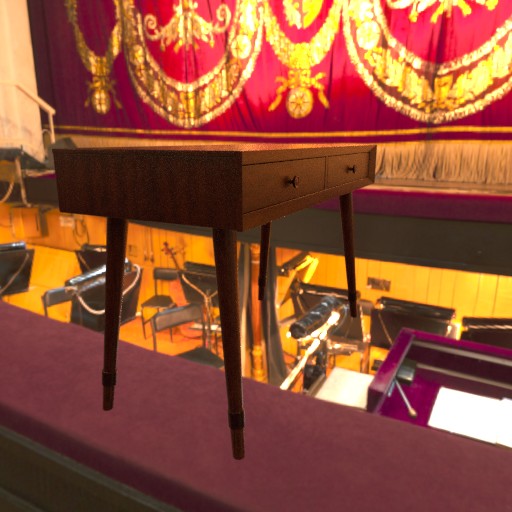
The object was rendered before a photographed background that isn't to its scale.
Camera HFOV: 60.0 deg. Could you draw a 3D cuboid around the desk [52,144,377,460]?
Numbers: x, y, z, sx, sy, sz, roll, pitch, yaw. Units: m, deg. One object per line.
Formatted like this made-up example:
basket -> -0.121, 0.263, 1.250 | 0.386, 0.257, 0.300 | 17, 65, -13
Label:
desk -> 0.000, 0.000, 2.138 | 0.734, 1.031, 1.577 | 8, 17, 26
